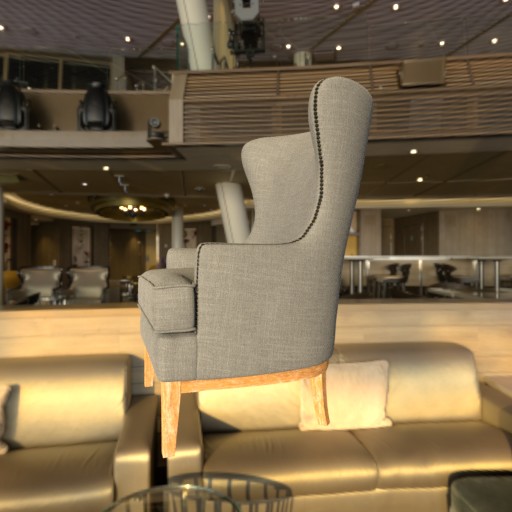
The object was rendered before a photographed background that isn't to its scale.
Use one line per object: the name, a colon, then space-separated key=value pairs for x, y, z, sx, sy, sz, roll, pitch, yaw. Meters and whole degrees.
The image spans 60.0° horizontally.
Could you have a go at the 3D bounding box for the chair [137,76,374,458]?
chair: x=0.000 y=0.000 z=1.782 sx=0.883 sy=1.176 sz=0.864 roll=0 pitch=0 yaw=-18
